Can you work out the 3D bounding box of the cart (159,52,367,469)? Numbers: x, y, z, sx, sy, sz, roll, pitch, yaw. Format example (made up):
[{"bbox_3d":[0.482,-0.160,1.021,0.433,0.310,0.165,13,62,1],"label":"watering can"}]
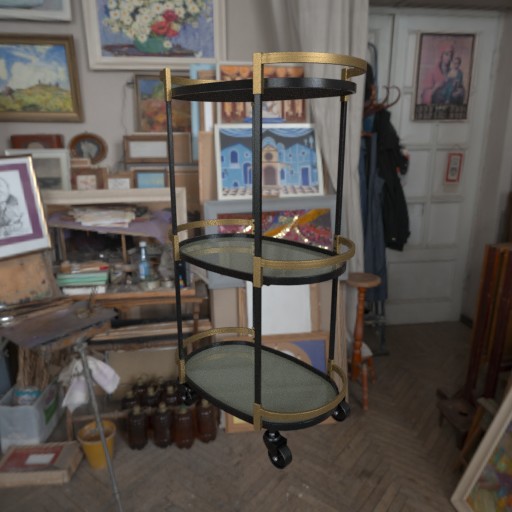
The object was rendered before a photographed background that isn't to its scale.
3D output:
[{"bbox_3d":[0.000,0.000,1.126,0.515,0.885,0.311,15,21,42],"label":"cart"}]
